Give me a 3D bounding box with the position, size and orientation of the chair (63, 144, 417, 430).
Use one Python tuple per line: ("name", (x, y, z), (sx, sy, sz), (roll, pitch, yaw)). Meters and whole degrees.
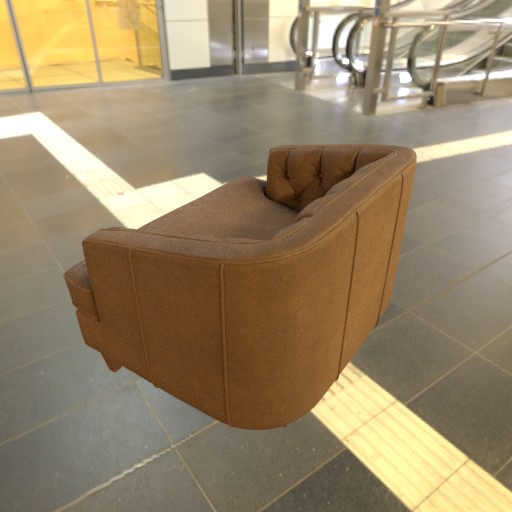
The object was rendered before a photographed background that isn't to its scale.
("chair", (0.000, 0.000, 1.697), (0.914, 0.787, 1.118), (20, 37, 29))
